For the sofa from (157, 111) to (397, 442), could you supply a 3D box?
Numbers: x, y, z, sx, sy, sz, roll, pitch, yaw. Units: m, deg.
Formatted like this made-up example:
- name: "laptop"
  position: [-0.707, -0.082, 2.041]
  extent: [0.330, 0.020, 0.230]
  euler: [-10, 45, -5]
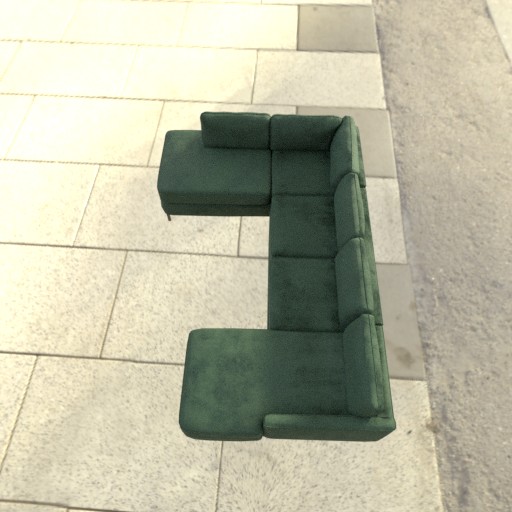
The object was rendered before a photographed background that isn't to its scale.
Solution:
- name: "sofa"
  position: [0.000, 0.000, 3.910]
  extent: [1.992, 0.861, 2.994]
  euler: [1, 59, 1]
